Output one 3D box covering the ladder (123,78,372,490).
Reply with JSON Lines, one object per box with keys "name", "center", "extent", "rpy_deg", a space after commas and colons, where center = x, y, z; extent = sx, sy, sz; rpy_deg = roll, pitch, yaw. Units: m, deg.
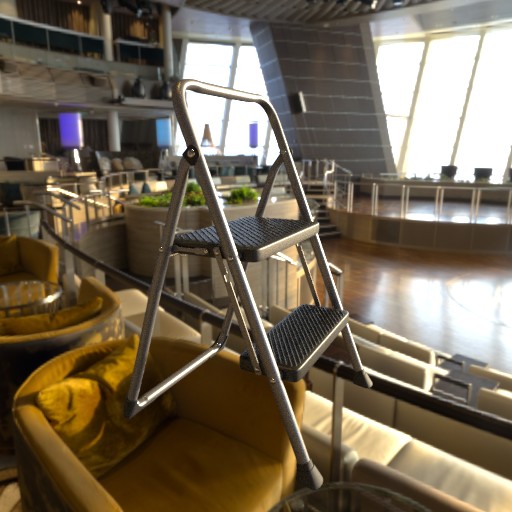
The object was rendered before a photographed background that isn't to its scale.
{"name": "ladder", "center": [0.000, 0.000, 0.994], "extent": [0.472, 0.720, 0.430], "rpy_deg": [7, 15, 27]}
